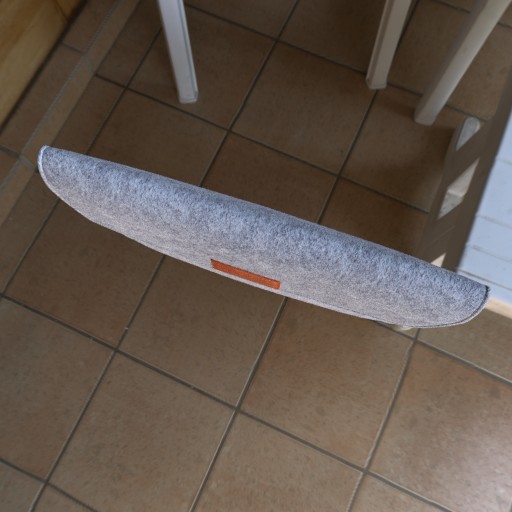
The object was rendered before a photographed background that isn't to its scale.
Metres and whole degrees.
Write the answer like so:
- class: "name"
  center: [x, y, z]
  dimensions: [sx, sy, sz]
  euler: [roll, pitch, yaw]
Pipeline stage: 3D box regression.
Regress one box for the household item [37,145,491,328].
- class: "household item"
  center: [0.000, 0.000, 0.418]
  dimensions: [0.335, 0.221, 0.057]
  euler: [18, 77, 4]
